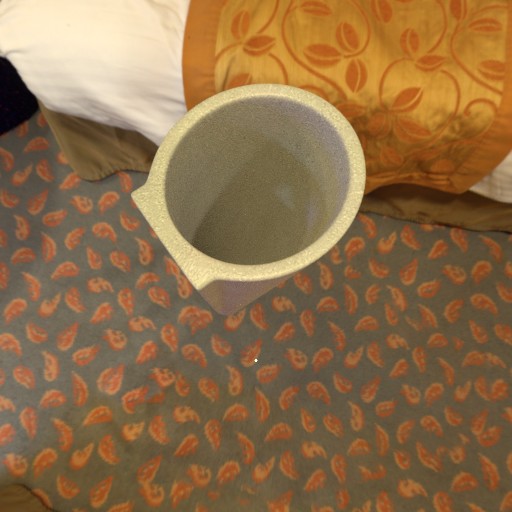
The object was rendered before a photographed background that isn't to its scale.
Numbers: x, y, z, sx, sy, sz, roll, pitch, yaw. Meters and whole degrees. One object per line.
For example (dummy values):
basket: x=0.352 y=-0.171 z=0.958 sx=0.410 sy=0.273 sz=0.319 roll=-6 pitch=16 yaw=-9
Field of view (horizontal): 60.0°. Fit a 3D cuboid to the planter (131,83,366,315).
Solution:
planter: x=0.000 y=0.000 z=0.217 sx=0.064 sy=0.191 sz=0.057 roll=-35 pitch=79 yaw=-8
